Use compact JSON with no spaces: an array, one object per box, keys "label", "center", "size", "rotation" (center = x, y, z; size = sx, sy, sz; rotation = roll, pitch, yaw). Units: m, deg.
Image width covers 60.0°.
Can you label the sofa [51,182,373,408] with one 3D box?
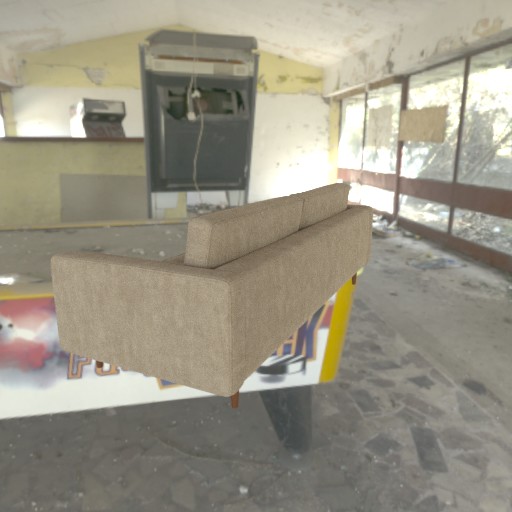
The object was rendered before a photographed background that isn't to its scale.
[{"label":"sofa","center":[0.000,0.000,2.675],"size":[0.919,0.770,2.200],"rotation":[7,15,26]}]
